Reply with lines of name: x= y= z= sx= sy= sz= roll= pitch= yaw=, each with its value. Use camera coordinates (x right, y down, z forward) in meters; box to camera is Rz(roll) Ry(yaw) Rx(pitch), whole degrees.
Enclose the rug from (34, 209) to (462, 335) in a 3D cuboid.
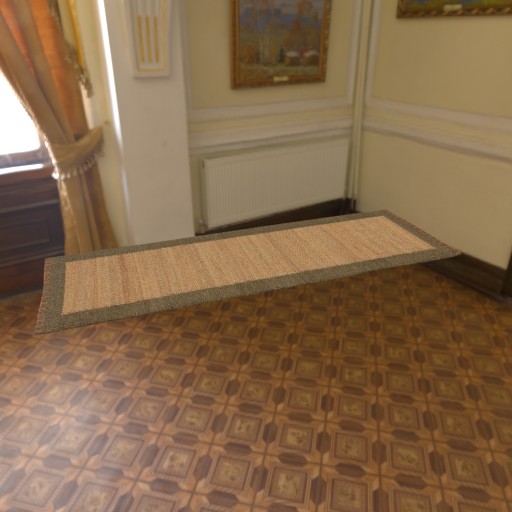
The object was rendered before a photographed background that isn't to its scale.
rug: x=0.000 y=0.000 z=2.697 sx=2.413 sy=0.016 sz=0.810 roll=-9 pitch=28 yaw=-17
